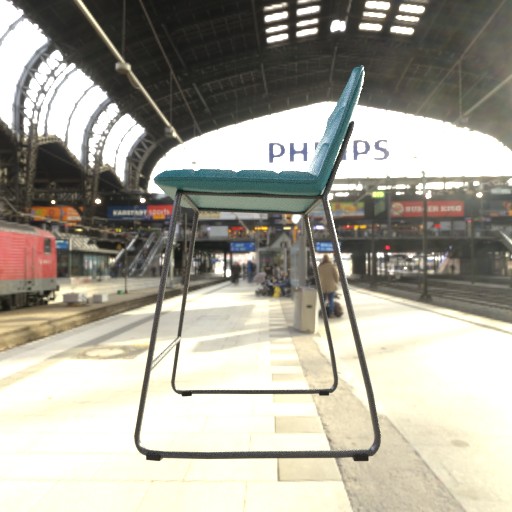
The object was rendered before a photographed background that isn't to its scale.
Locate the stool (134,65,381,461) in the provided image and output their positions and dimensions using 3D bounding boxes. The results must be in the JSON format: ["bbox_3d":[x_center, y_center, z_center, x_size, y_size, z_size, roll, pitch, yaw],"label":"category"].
[{"bbox_3d":[0.000,0.000,1.172,0.524,0.866,0.489,0,-1,-1],"label":"stool"}]
